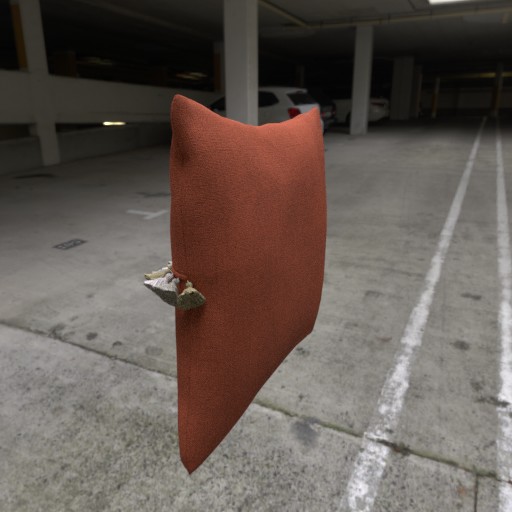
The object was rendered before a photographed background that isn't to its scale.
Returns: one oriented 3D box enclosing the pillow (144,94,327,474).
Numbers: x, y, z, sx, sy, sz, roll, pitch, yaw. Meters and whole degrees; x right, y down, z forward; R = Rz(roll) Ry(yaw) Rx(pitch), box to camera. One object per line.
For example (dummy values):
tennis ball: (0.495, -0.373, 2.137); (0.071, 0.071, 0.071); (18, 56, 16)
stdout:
pillow: (0.000, 0.000, 0.734); (0.165, 0.482, 0.490); (8, 19, 25)
